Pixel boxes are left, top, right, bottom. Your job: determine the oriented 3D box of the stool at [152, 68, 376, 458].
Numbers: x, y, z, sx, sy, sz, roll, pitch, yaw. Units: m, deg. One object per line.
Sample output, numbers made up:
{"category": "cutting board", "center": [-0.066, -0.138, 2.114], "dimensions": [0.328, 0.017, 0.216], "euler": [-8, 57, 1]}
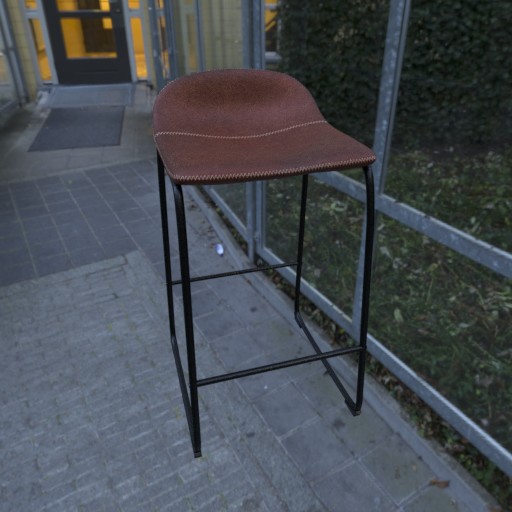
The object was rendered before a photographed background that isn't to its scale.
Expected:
{"category": "stool", "center": [0.000, 0.000, 1.128], "dimensions": [0.454, 0.830, 0.473], "euler": [-9, 31, -14]}
